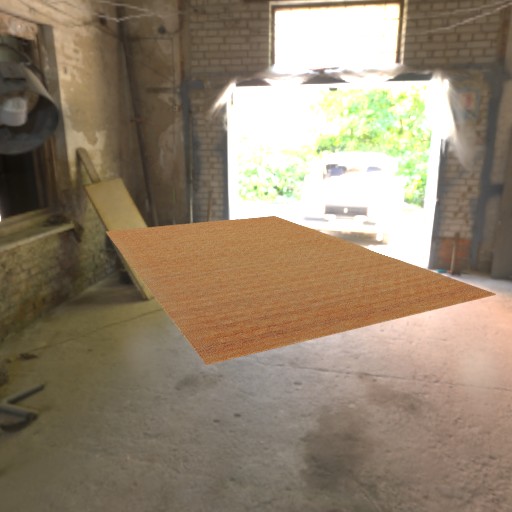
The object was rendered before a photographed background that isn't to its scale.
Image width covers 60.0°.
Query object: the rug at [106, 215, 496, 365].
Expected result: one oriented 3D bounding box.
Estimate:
[{"bbox_3d":[0.000,0.000,2.856,1.524,0.006,2.285,-8,18,-25],"label":"rug"}]
